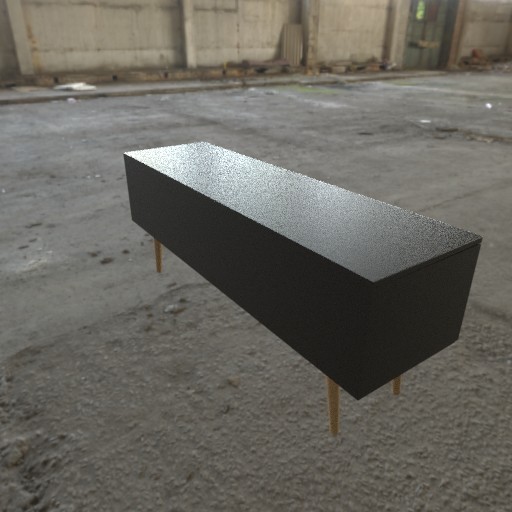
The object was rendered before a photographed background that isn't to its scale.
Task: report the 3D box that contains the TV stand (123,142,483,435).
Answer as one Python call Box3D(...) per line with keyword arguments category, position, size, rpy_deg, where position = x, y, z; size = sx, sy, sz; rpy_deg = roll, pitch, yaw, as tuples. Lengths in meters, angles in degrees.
Box3D(category="TV stand", position=(0.000, 0.000, 1.522), size=(0.390, 0.518, 1.312), rpy_deg=(-17, 31, -31))
